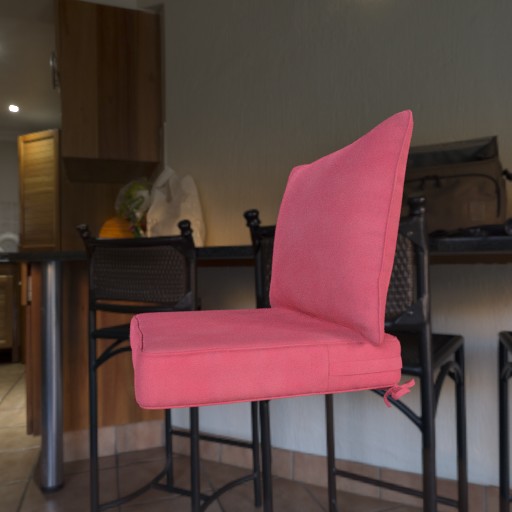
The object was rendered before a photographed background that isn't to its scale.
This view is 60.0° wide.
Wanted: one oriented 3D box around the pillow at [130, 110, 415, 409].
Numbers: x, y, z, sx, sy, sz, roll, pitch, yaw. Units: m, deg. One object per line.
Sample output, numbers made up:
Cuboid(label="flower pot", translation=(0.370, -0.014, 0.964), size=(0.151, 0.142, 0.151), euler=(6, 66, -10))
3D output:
Cuboid(label="pillow", translation=(0.000, 0.000, 1.358), size=(0.733, 0.725, 0.798), euler=(0, 0, -17))
